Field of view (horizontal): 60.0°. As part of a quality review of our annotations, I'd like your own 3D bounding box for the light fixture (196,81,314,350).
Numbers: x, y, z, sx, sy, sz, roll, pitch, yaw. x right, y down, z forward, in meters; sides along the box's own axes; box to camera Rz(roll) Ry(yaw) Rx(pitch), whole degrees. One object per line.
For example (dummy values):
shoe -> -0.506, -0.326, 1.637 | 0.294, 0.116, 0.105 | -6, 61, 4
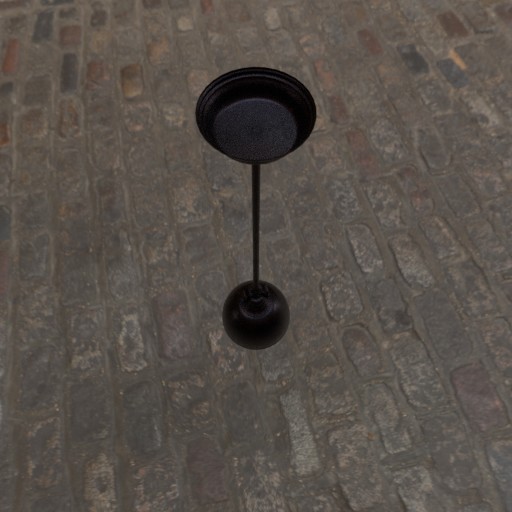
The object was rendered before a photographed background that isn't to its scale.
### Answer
light fixture -> 0.000, 0.000, 0.845 | 0.182, 0.768, 0.182 | -13, 66, -6
